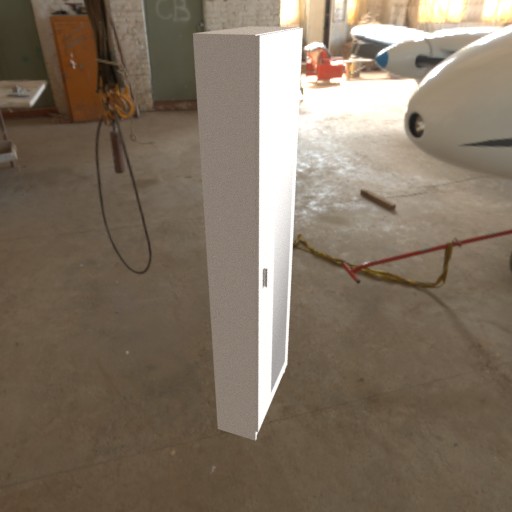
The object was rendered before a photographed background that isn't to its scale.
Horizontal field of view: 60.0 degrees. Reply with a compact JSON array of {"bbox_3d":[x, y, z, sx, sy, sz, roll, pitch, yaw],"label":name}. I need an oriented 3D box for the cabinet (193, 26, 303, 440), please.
[{"bbox_3d":[0.000,0.000,1.969,0.230,1.790,0.500,10,31,17],"label":"cabinet"}]
